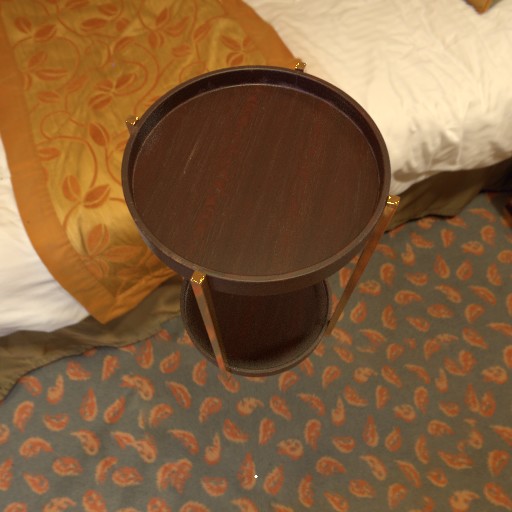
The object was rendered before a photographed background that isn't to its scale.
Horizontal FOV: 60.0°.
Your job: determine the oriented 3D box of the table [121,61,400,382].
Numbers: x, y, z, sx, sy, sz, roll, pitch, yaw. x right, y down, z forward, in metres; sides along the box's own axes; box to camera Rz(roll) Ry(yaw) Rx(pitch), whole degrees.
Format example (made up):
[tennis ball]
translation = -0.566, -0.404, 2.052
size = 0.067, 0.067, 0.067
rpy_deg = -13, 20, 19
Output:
[table]
translation = 0.000, 0.000, 0.881
size = 0.400, 0.610, 0.400
rpy_deg = 19, 65, 9
